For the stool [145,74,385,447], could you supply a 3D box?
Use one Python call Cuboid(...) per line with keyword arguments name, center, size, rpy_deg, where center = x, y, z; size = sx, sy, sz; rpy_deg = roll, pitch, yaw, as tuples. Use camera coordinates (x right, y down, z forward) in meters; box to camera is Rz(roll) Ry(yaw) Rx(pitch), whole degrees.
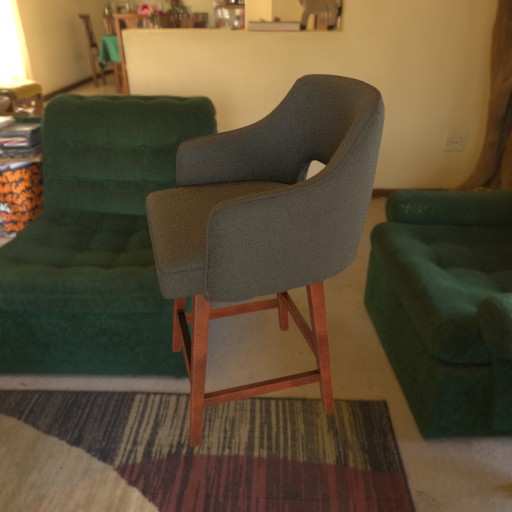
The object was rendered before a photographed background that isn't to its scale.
Cuboid(name="stool", center=(0.000, 0.000, 1.248), size=(0.558, 0.912, 0.548), rpy_deg=(-8, 30, -14))
